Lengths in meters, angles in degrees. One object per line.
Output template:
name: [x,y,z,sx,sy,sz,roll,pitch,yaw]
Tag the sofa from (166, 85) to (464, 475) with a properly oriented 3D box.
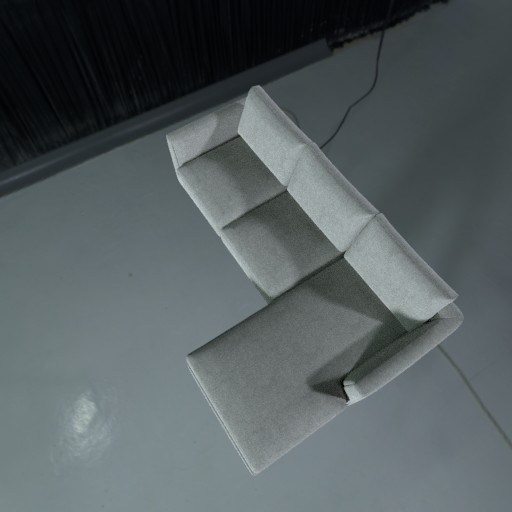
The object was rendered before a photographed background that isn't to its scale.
sofa: [0.000,0.000,3.226,1.626,0.864,2.438,-30,66,-15]
